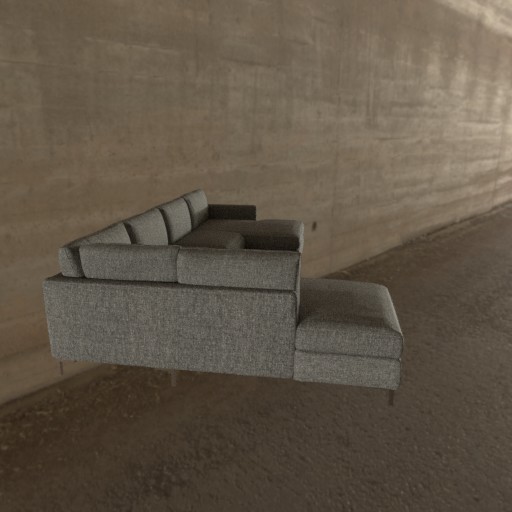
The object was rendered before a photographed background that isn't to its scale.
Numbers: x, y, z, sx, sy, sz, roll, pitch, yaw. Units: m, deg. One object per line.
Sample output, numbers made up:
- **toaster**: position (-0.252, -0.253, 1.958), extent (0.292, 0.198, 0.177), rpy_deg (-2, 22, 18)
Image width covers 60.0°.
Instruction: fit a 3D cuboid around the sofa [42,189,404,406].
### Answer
- **sofa**: position (0.000, 0.000, 3.510), extent (1.879, 0.756, 2.737), rpy_deg (2, 16, 9)
